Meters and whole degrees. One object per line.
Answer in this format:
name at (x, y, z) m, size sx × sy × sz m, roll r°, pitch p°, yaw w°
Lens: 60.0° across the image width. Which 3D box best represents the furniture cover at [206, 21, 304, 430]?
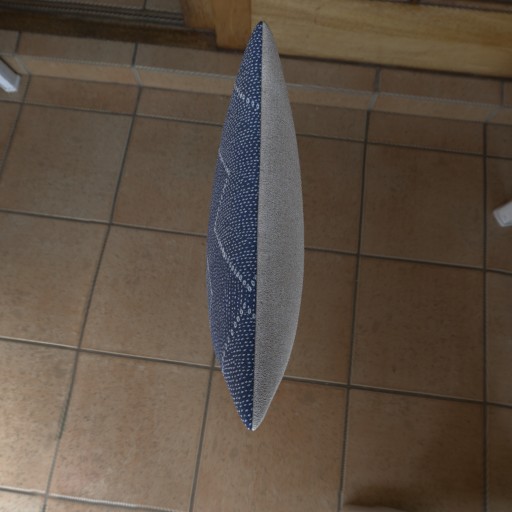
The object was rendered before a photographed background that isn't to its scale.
furniture cover at (0.000, 0.000, 0.754) m, size 0.162 × 0.503 × 0.511 m, roll 1°, pitch 75°, yaw 0°
